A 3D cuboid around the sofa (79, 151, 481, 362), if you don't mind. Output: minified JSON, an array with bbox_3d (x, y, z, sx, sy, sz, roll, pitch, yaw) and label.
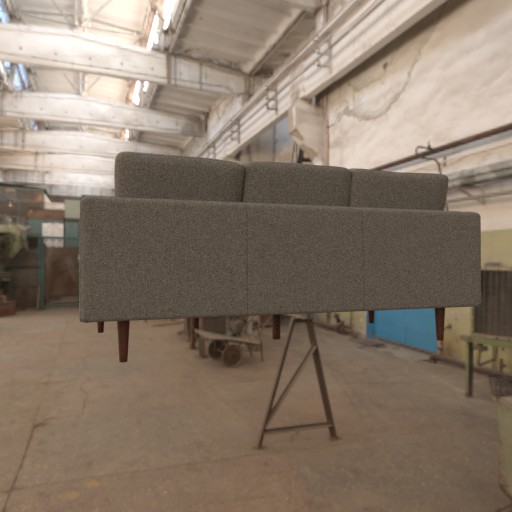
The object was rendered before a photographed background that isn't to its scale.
[{"bbox_3d":[0.000,0.000,2.894,2.055,0.957,1.667,0,0,-18],"label":"sofa"}]
